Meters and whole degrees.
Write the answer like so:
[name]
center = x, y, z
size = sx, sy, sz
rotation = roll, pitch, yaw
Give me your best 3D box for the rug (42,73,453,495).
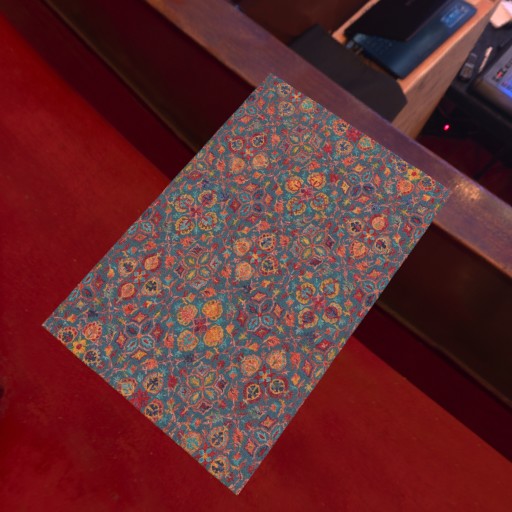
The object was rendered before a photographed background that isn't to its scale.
[rug]
center = 0.000, 0.000, 2.250
size = 1.216, 0.014, 1.836
rotation = 37, 77, 10
